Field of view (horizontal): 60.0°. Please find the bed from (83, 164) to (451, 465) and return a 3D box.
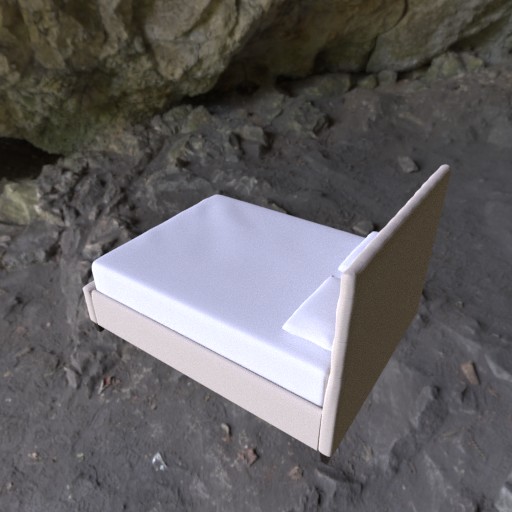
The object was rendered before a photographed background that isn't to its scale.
[{"bbox_3d":[0.000,0.000,3.441,2.233,1.426,1.696,20,37,29],"label":"bed"}]
